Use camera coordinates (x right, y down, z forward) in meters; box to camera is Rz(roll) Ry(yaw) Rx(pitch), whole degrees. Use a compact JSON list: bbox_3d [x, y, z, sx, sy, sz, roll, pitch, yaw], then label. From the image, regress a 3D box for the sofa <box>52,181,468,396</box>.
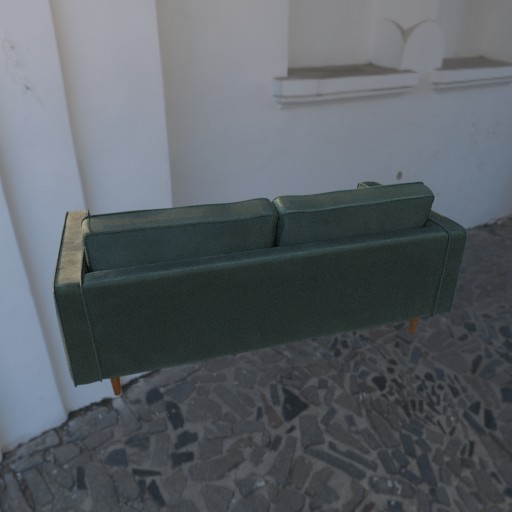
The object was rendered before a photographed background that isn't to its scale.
[{"bbox_3d":[0.000,0.000,2.253,1.816,0.781,0.886,-8,28,-15],"label":"sofa"}]
